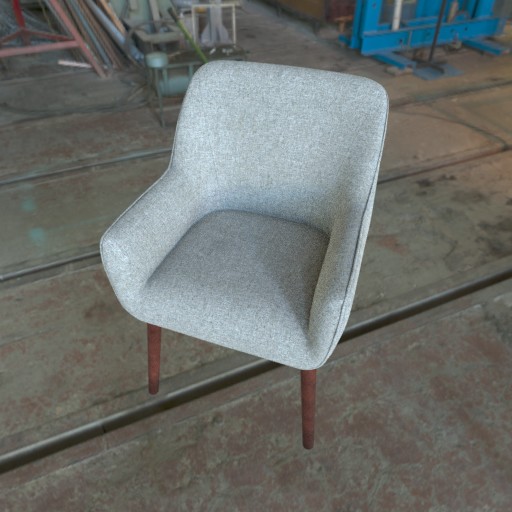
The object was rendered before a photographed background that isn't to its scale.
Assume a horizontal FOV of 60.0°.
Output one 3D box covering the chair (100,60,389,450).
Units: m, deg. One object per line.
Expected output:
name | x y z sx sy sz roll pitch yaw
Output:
chair | 0.000 0.000 1.141 0.543 0.803 0.519 14 42 15
